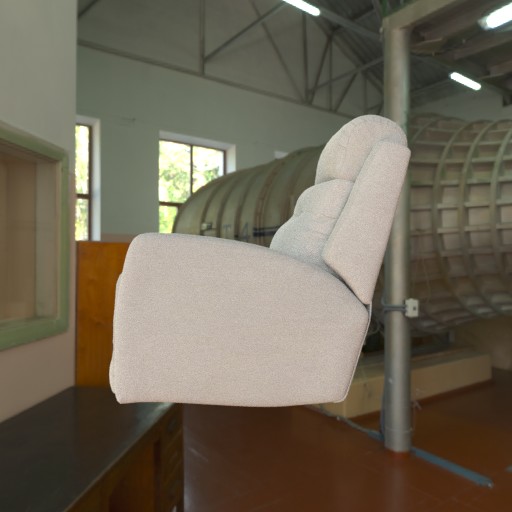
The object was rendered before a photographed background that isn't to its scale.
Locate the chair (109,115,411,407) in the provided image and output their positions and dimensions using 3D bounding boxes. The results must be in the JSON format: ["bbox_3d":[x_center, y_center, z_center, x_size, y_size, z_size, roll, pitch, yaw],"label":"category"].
[{"bbox_3d":[0.000,0.000,1.804,1.043,1.013,0.798,0,0,-1],"label":"chair"}]
